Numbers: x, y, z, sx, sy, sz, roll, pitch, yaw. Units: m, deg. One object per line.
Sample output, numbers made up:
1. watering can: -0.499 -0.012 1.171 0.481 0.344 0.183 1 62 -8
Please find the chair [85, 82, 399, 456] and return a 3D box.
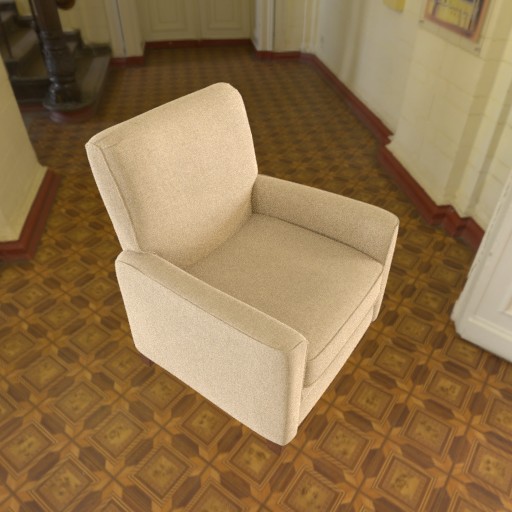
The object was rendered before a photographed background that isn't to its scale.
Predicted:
1. chair: 0.000 0.000 1.687 0.859 1.023 0.845 25 45 27
